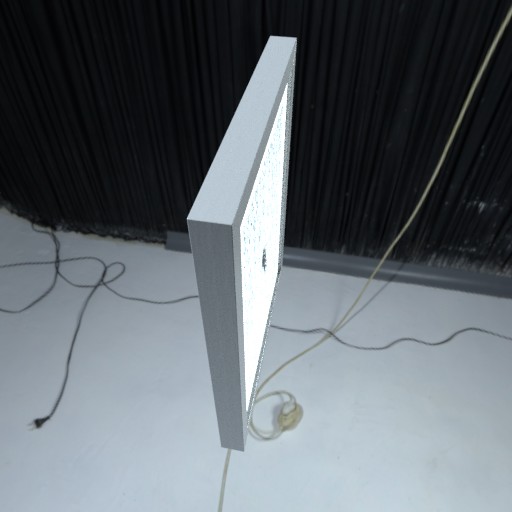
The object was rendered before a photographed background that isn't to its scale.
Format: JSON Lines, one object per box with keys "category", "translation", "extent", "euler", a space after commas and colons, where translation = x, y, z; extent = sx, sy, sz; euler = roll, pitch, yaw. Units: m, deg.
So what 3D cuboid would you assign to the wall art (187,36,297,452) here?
{"category": "wall art", "translation": [0.000, 0.000, 0.518], "extent": [0.030, 0.379, 0.308], "euler": [8, 47, 8]}
